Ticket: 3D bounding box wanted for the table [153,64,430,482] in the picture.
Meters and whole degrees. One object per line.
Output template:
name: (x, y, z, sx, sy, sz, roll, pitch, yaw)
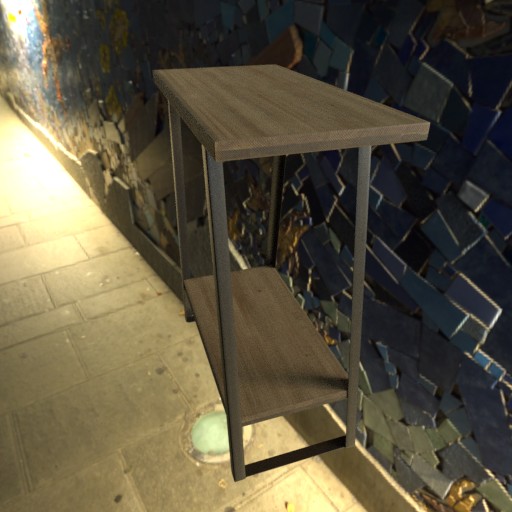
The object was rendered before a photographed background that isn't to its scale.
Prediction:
table: (0.000, 0.000, 0.980, 0.300, 0.701, 0.599, -9, 32, -16)
